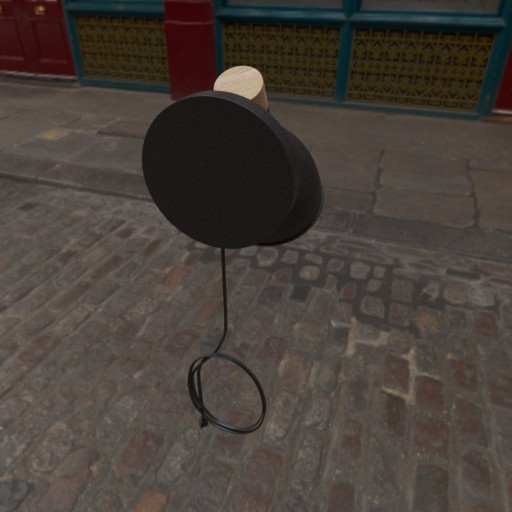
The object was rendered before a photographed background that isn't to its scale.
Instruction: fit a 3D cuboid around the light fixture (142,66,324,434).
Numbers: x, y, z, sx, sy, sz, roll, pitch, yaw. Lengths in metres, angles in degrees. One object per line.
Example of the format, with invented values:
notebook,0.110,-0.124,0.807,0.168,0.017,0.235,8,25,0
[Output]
light fixture,0.000,0.000,0.493,0.127,0.401,0.203,10,33,16
